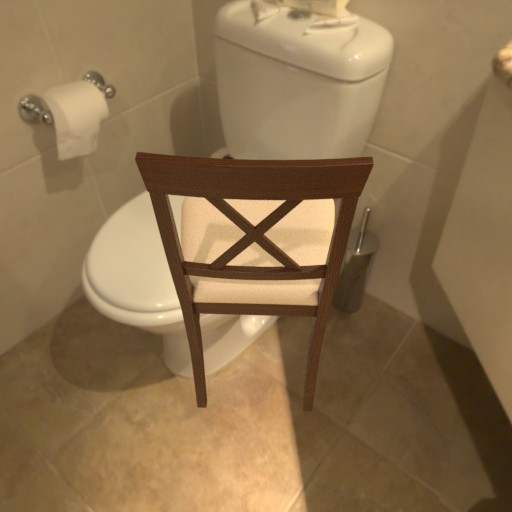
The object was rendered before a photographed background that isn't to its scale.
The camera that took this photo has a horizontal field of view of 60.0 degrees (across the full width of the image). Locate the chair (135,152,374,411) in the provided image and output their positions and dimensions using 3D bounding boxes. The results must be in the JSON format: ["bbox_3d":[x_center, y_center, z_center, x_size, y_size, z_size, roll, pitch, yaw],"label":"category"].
[{"bbox_3d":[0.000,0.000,1.169,0.440,0.913,0.480,1,47,1],"label":"chair"}]
